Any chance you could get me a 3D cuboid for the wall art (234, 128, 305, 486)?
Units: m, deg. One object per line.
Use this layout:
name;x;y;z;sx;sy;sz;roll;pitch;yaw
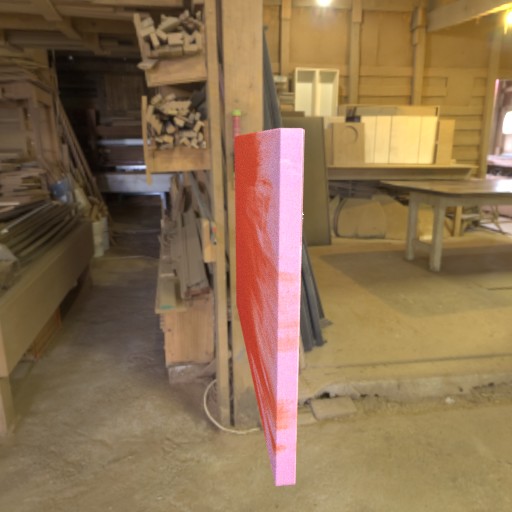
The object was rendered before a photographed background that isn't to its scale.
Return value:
wall art;0.000;0.000;1.146;0.040;0.609;0.913;-2;14;-7
